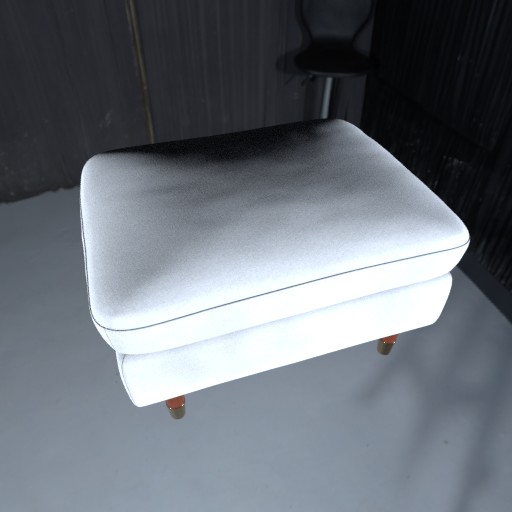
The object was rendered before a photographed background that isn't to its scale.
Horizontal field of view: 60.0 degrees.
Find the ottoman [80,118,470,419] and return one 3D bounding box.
[{"bbox_3d":[0.000,0.000,1.093,0.747,0.478,0.593,-13,44,-14],"label":"ottoman"}]
